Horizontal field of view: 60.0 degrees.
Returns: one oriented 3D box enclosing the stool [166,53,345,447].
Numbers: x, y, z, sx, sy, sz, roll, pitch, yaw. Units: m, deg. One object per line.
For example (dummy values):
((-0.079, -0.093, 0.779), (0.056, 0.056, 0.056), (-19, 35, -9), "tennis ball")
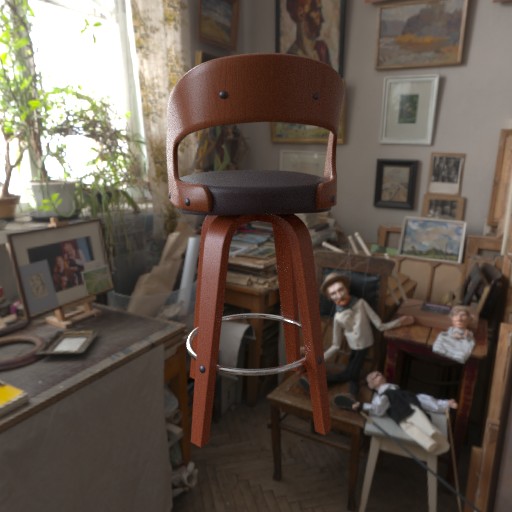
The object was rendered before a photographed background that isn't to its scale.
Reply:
((0.000, 0.000, 1.203), (0.457, 0.940, 0.457), (-2, 15, -8), "stool")
